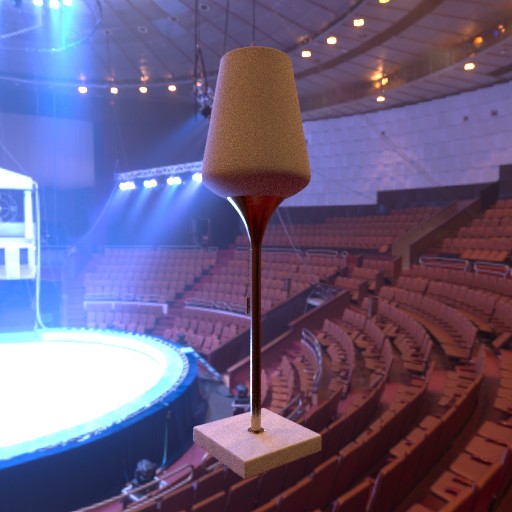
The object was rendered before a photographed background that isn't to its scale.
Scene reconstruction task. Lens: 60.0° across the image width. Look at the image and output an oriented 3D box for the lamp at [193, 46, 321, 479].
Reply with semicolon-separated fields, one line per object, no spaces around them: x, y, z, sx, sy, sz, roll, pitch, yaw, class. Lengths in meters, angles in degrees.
0.000;0.000;0.736;0.181;0.639;0.181;-1;1;-37;lamp
